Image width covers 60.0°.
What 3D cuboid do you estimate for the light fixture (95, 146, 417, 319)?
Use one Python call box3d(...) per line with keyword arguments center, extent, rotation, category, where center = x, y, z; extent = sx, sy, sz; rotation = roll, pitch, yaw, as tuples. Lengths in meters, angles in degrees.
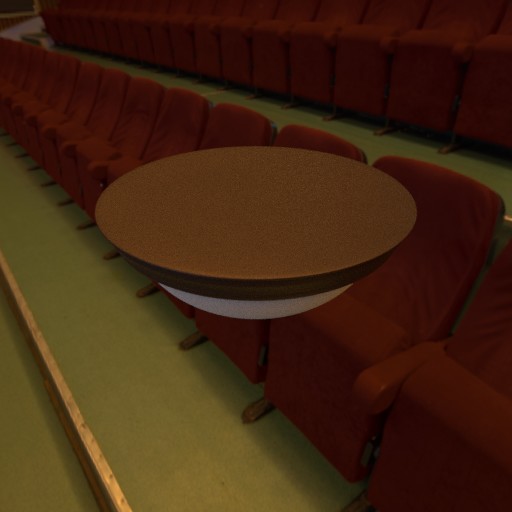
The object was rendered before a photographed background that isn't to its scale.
box3d(center=(0.000, 0.000, 0.437), extent=(0.280, 0.135, 0.280), rotation=(0, 31, 0), category="light fixture")
